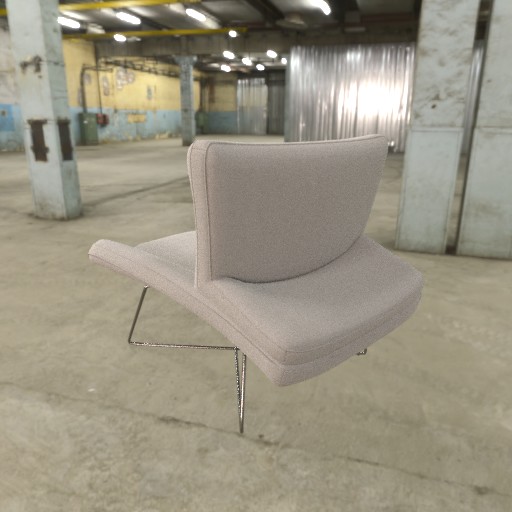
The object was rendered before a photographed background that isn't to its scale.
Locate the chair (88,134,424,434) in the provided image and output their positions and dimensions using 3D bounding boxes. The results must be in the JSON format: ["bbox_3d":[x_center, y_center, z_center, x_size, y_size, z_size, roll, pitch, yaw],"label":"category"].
[{"bbox_3d":[0.000,0.000,1.624,0.859,0.855,1.008,-16,23,-42],"label":"chair"}]
